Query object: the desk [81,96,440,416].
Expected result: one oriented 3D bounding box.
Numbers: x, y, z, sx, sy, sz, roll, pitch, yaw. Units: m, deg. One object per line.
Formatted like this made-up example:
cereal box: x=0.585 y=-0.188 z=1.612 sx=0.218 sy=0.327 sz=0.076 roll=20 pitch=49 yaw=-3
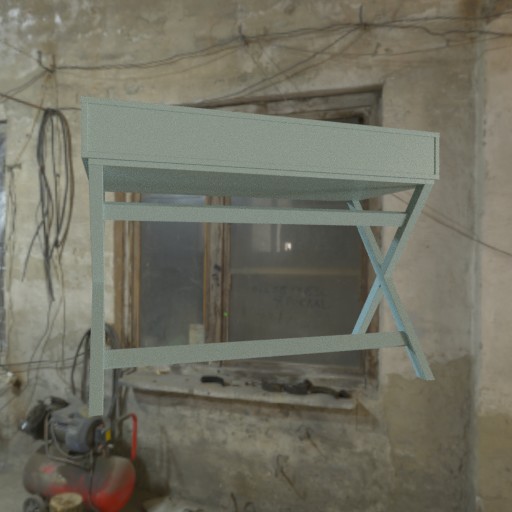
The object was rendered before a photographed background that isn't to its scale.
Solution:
desk: x=0.000 y=0.000 z=1.480 sx=1.059 sy=0.780 sz=0.509 roll=0 pitch=0 yaw=-18
